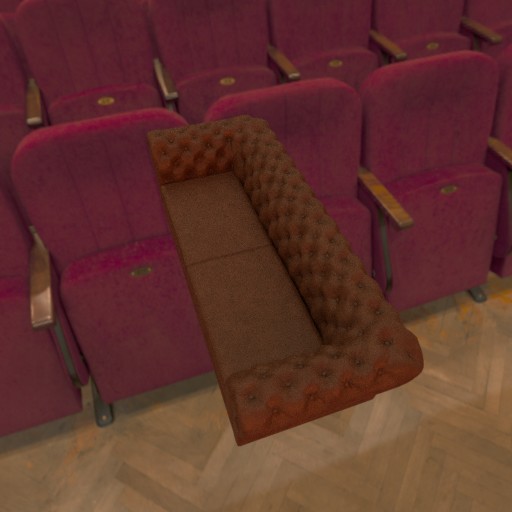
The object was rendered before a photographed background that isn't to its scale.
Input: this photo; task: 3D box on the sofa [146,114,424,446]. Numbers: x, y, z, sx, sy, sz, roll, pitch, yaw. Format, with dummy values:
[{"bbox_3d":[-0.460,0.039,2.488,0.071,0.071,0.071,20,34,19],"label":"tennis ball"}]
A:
[{"bbox_3d":[0.000,0.000,2.887,0.944,0.783,2.385,-14,49,-13],"label":"sofa"}]
